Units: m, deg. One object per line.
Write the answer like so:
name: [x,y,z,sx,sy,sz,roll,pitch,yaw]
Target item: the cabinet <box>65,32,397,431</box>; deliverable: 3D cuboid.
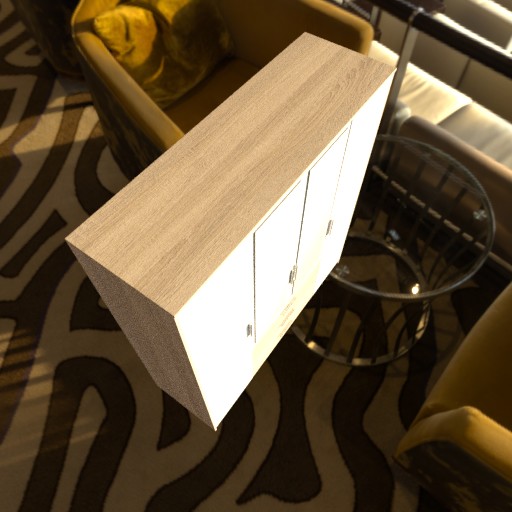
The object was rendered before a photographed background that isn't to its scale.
cabinet: [0.000,0.000,3.024,0.620,2.060,1.870,31,62,18]
